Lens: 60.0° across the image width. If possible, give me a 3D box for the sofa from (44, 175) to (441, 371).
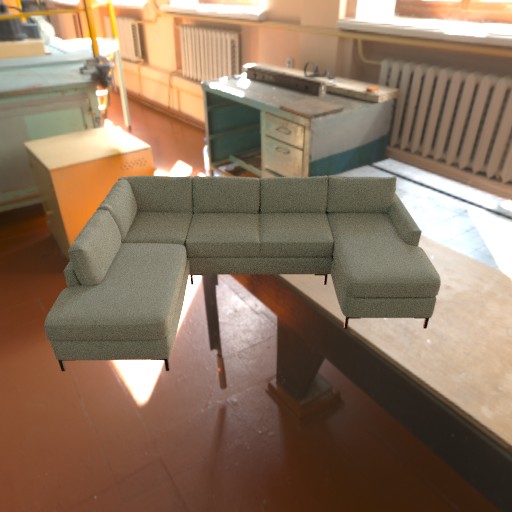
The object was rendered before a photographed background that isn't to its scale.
[{"bbox_3d":[0.000,0.000,3.909,2.984,0.862,1.989,0,32,0],"label":"sofa"}]
